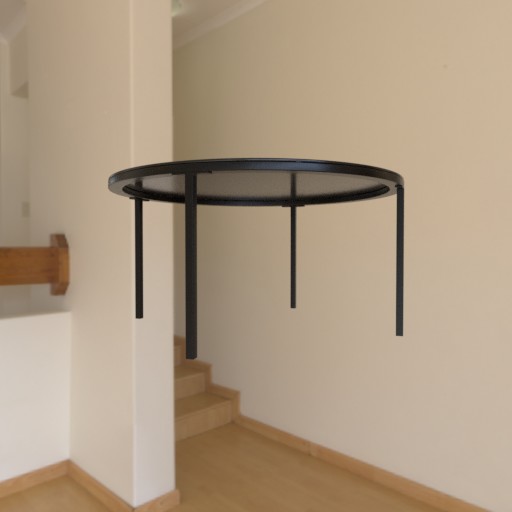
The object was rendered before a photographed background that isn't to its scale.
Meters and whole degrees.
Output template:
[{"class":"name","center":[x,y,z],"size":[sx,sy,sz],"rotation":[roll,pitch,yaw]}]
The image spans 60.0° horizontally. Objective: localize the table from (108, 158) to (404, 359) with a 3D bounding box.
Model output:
[{"class":"table","center":[0.000,0.000,1.264],"size":[0.800,0.400,0.800],"rotation":[0,1,0]}]
